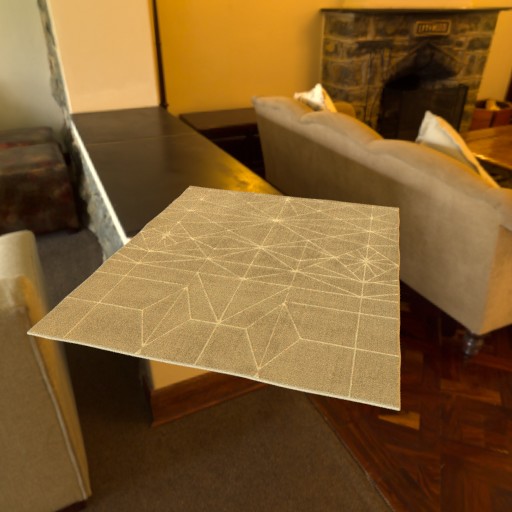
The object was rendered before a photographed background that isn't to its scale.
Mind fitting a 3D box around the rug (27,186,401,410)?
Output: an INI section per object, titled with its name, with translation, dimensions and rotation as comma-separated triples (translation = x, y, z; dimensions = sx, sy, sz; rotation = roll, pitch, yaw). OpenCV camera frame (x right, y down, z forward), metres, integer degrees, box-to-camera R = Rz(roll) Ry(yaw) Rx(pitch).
[rug]
translation = 0.000, 0.000, 0.876
dimensions = 0.548, 0.006, 0.639
rotation = 8, 31, 13
